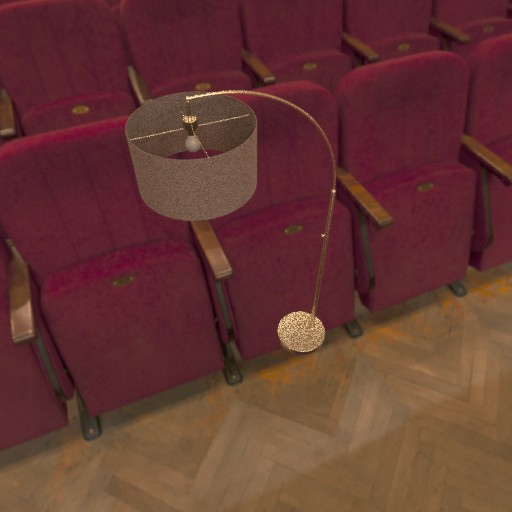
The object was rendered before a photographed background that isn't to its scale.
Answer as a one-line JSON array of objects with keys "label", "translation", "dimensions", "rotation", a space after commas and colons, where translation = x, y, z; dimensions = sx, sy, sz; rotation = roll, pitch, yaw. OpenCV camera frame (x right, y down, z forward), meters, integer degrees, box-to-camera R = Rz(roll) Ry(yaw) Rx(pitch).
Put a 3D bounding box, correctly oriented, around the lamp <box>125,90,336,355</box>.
[{"label": "lamp", "translation": [0.000, 0.000, 2.162], "dimensions": [0.934, 1.735, 0.452], "rotation": [-17, 49, -15]}]
